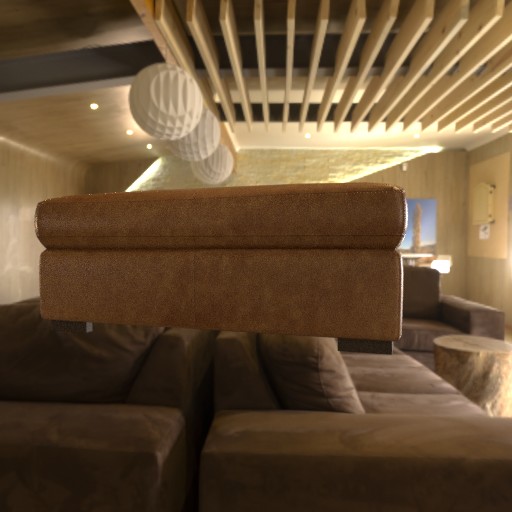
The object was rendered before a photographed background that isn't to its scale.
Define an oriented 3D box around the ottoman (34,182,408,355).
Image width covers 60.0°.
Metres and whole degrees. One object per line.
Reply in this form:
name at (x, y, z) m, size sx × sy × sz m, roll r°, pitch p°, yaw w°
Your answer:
ottoman at (0.000, 0.000, 1.827) m, size 1.168 × 0.483 × 1.169 m, roll 0°, pitch 1°, yaw 18°
